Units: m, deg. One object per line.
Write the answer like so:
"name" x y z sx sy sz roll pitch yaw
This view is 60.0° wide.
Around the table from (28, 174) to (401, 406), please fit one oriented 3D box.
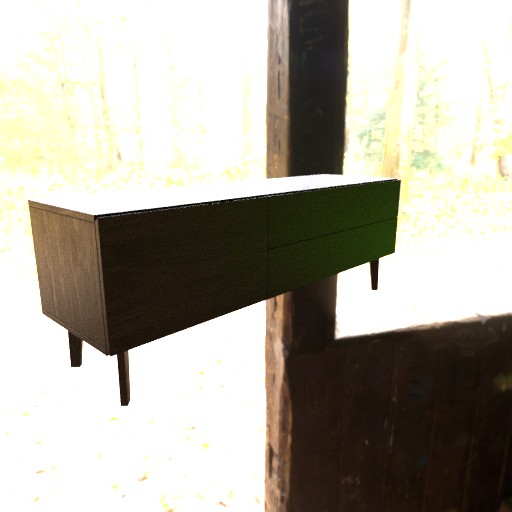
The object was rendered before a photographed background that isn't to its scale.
"table" 0.000 0.000 1.636 0.405 0.508 1.397 13 20 42
